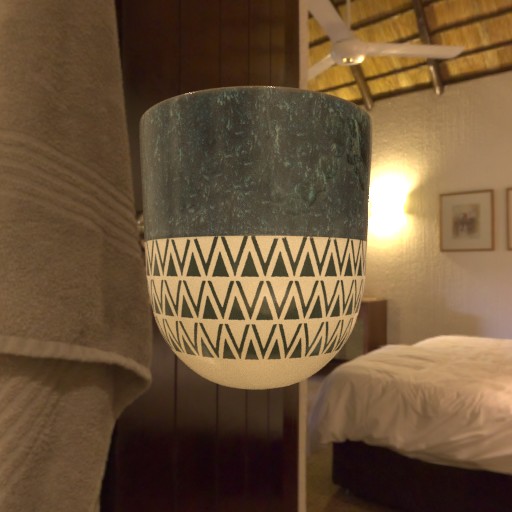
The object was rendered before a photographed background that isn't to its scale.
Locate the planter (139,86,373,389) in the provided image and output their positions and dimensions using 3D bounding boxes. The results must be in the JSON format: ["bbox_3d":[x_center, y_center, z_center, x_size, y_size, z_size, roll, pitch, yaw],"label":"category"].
[{"bbox_3d":[0.000,0.000,0.379,0.195,0.214,0.195,0,-2,0],"label":"planter"}]
